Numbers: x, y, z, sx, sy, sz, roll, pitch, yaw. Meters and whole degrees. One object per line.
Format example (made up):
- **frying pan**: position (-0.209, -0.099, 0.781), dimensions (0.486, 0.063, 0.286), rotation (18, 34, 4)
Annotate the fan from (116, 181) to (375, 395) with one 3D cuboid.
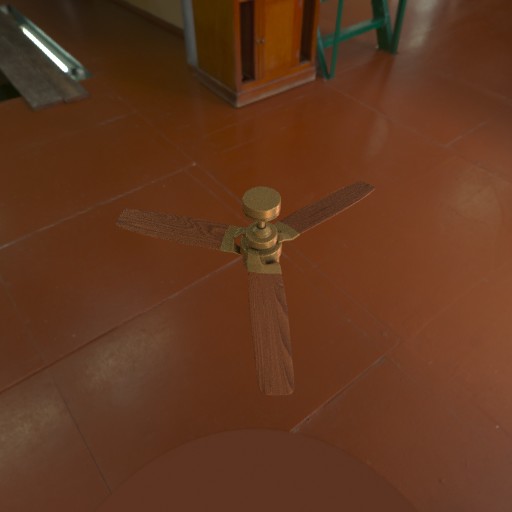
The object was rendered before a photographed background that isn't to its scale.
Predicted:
- **fan**: position (0.000, 0.000, 2.030), dimensions (1.416, 0.425, 1.271), rotation (-3, 47, -3)
